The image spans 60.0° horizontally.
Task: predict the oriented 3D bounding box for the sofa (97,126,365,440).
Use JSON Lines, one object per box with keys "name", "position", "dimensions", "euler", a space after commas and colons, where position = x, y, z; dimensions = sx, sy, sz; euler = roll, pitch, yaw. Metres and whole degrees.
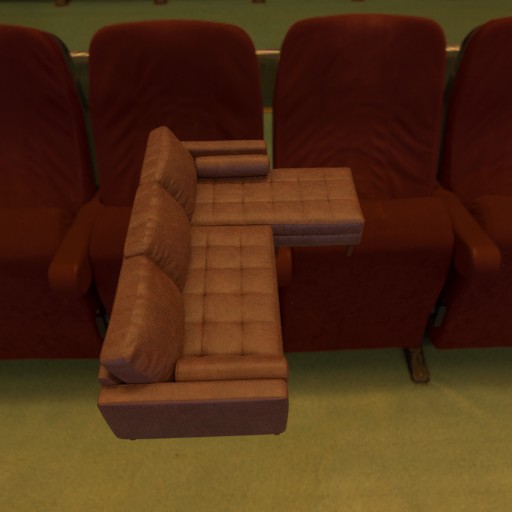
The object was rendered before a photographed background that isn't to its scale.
{"name": "sofa", "position": [0.000, 0.000, 2.960], "dimensions": [1.613, 0.841, 2.185], "euler": [-2, 49, -1]}
